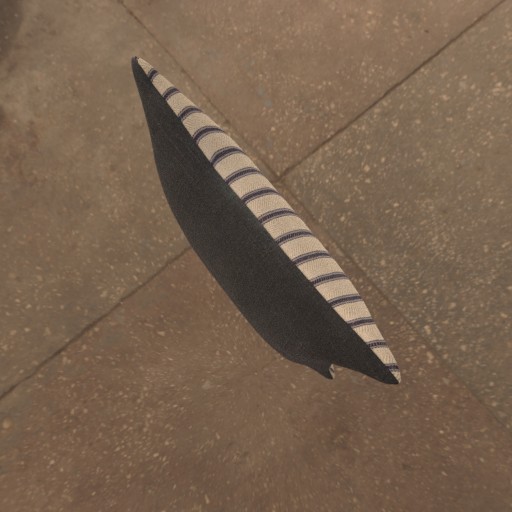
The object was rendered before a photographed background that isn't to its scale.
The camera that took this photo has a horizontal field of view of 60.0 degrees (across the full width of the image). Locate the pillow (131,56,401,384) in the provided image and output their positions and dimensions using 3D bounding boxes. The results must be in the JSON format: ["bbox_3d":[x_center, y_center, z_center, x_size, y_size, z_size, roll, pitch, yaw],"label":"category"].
[{"bbox_3d":[0.000,0.000,0.680,0.138,0.444,0.468,-37,78,-9],"label":"pillow"}]
